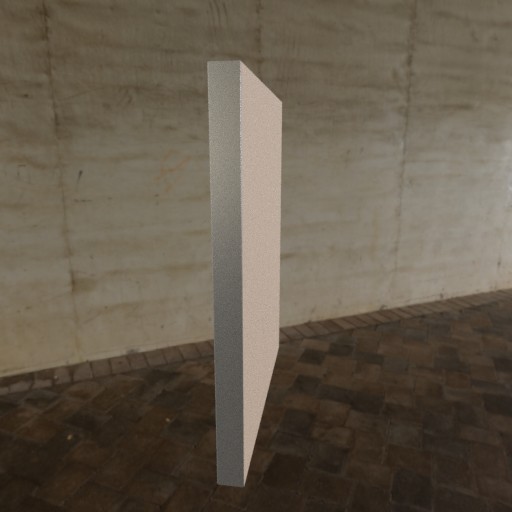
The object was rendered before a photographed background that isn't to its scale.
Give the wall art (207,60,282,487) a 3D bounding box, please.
[{"bbox_3d":[0.000,0.000,0.769,0.038,0.549,0.452,2,14,9],"label":"wall art"}]
